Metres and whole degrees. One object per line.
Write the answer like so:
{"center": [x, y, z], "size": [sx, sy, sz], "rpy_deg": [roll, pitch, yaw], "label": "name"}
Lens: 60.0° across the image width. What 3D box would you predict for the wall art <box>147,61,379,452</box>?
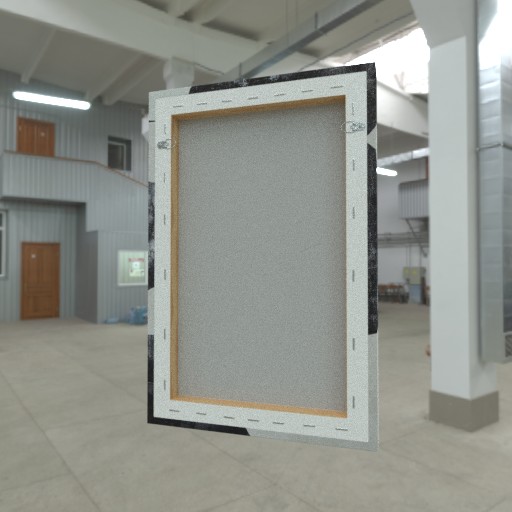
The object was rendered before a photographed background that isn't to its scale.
{"center": [0.000, 0.000, 0.770], "size": [0.407, 0.610, 0.039], "rpy_deg": [0, -1, 18], "label": "wall art"}
